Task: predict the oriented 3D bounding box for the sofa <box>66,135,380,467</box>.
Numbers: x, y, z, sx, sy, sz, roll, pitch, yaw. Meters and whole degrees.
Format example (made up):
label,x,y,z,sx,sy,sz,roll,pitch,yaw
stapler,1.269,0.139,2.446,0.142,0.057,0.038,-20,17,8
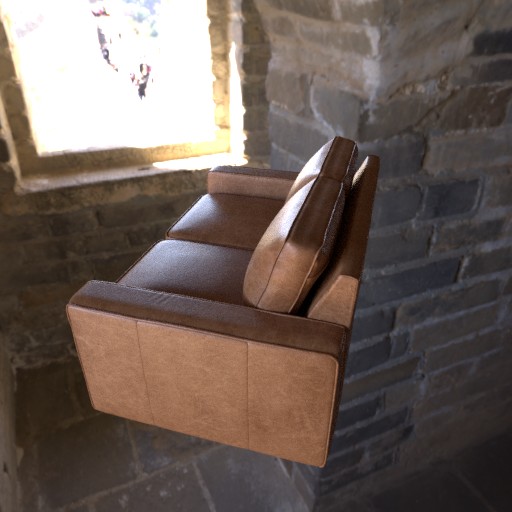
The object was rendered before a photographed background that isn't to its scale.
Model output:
label,x,y,z,sx,sy,sz,roll,pitch,yaw
sofa,0.000,0.000,2.136,1.020,0.896,1.532,9,32,14
